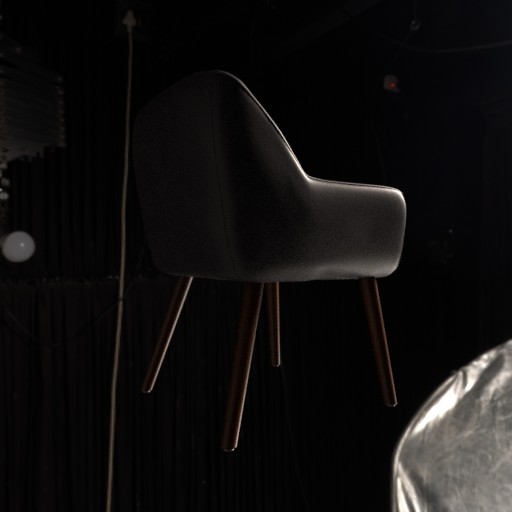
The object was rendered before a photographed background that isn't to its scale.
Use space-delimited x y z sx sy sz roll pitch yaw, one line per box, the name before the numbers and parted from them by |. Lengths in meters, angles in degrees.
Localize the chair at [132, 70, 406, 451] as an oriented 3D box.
chair | 0.000 0.000 1.286 0.610 0.828 0.610 0 1 -35
